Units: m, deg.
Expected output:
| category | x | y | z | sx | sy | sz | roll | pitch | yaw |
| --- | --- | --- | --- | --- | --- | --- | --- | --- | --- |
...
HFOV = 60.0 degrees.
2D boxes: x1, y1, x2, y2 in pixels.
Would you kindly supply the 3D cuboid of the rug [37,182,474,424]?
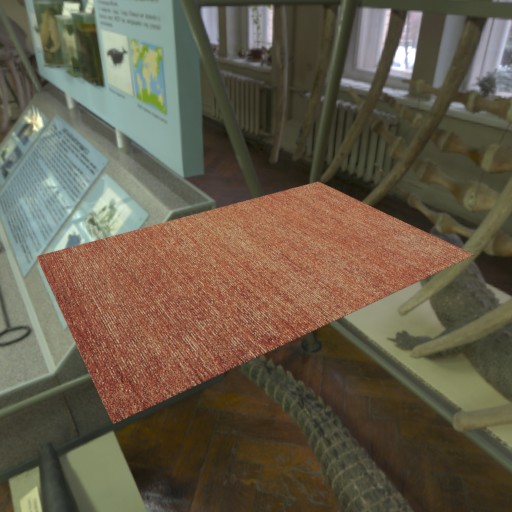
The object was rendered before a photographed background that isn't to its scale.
| category | x | y | z | sx | sy | sz | roll | pitch | yaw |
| --- | --- | --- | --- | --- | --- | --- | --- | --- | --- |
| rug | 0.000 | 0.000 | 2.108 | 1.747 | 0.011 | 1.139 | -19 | 36 | -28 |
